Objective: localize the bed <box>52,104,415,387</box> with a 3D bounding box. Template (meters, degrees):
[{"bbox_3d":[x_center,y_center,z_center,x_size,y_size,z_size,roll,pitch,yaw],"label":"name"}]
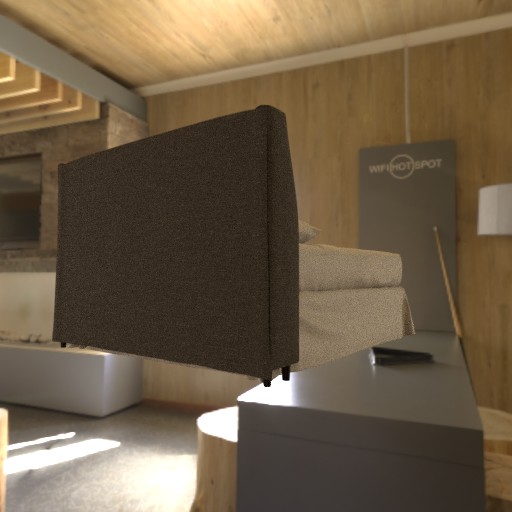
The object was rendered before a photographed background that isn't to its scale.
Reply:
[{"bbox_3d":[0.000,0.000,3.482,1.925,1.332,2.276,-2,-3,38],"label":"bed"}]
